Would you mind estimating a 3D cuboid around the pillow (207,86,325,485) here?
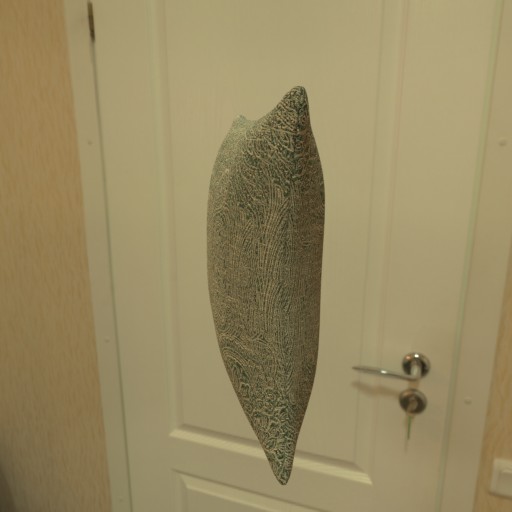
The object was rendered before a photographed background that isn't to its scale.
[{"bbox_3d":[0.000,0.000,0.783,0.166,0.507,0.526,-2,15,-9],"label":"pillow"}]
